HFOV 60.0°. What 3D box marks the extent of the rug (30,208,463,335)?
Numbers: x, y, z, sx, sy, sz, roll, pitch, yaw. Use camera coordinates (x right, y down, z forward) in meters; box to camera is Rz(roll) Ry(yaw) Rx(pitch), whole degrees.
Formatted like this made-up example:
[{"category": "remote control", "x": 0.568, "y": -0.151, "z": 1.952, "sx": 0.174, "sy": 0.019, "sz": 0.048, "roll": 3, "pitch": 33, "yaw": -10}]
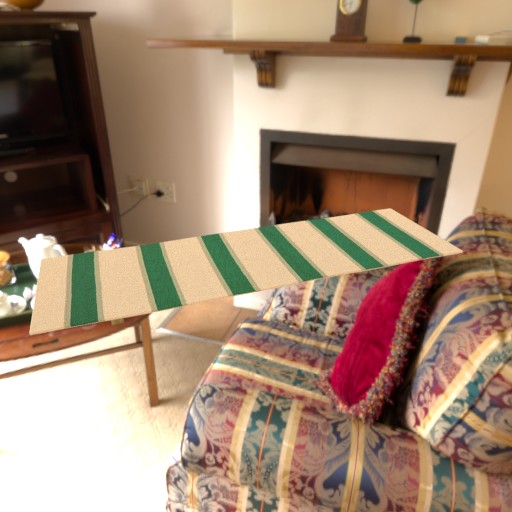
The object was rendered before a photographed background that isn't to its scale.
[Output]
[{"category": "rug", "x": 0.000, "y": 0.000, "z": 2.676, "sx": 2.438, "sy": 0.012, "sz": 0.768, "roll": -9, "pitch": 29, "yaw": -17}]
